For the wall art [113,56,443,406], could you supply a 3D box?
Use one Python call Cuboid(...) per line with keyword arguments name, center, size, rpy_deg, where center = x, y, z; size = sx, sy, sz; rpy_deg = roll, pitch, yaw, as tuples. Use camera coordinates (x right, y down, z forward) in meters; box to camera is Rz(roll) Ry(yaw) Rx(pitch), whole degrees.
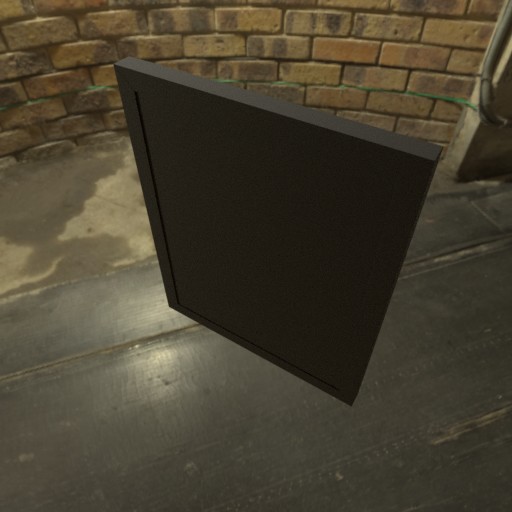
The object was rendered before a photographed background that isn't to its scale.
Cuboid(name="wall art", center=(0.000, 0.000, 0.752), size=(0.457, 0.559, 0.033), rpy_deg=(24, 50, 22))
